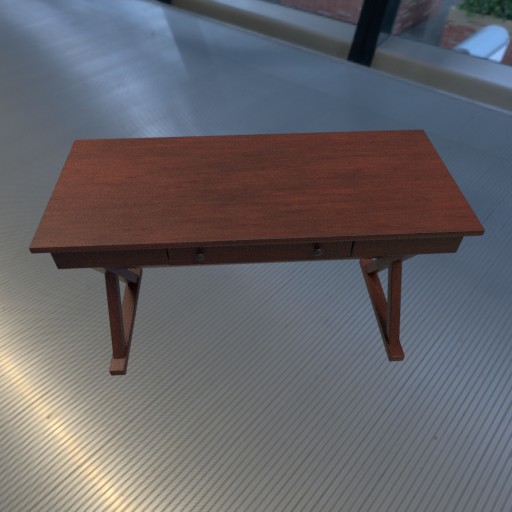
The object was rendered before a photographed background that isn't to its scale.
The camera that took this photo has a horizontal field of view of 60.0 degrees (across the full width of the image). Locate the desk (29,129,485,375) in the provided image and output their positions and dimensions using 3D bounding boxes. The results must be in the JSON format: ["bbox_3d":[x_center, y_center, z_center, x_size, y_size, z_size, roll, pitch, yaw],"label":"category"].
[{"bbox_3d":[0.000,0.000,1.809,1.372,0.761,0.600,-2,46,-2],"label":"desk"}]
